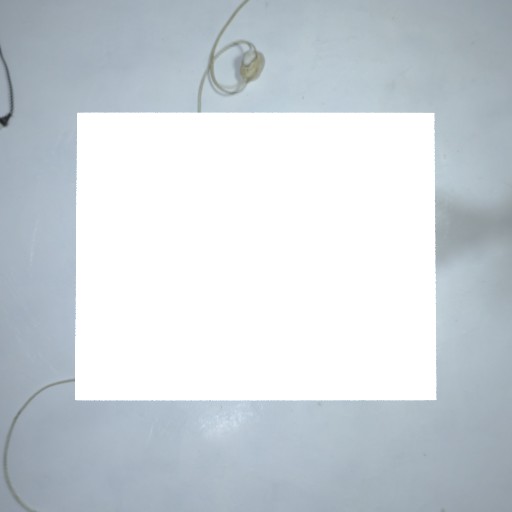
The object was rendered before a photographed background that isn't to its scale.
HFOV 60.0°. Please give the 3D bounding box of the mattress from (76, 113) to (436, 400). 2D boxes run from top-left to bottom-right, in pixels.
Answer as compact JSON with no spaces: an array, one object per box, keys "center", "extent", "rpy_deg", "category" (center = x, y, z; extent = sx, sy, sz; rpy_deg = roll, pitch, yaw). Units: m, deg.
[{"center":[0.000,0.000,2.568],"extent":[2.000,0.230,1.600],"rpy_deg":[0,89,0],"category":"mattress"}]
